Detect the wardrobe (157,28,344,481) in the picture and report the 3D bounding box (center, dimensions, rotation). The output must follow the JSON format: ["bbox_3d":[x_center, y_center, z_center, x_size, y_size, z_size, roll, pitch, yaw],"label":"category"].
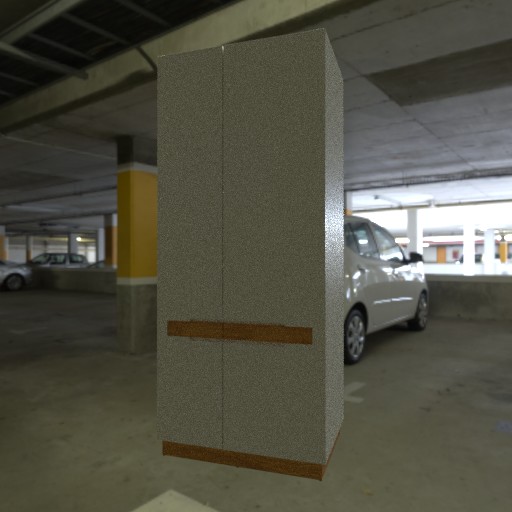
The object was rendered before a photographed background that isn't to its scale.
[{"bbox_3d":[0.000,0.000,2.406,0.860,2.040,0.600,0,0,19],"label":"wardrobe"}]
